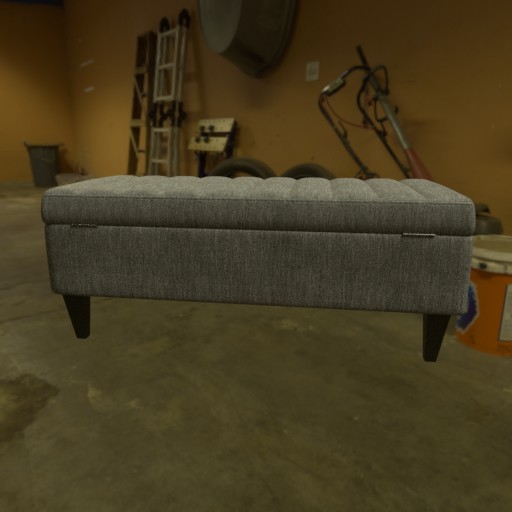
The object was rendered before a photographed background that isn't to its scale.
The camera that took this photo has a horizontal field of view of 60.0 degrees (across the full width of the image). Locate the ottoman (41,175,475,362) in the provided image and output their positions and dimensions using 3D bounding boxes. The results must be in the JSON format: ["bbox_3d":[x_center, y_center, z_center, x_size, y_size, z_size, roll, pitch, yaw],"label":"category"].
[{"bbox_3d":[0.000,0.000,1.411,1.151,0.469,0.482,2,15,8],"label":"ottoman"}]
